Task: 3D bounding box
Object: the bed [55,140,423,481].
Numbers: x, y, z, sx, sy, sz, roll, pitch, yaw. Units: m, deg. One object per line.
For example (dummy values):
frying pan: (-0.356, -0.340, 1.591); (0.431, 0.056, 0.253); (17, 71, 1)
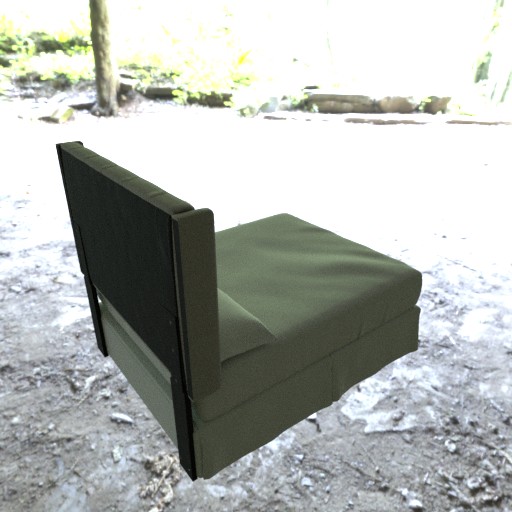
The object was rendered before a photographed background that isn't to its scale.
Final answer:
bed: (0.000, 0.000, 3.259); (2.066, 1.665, 1.719); (-19, 32, -33)
